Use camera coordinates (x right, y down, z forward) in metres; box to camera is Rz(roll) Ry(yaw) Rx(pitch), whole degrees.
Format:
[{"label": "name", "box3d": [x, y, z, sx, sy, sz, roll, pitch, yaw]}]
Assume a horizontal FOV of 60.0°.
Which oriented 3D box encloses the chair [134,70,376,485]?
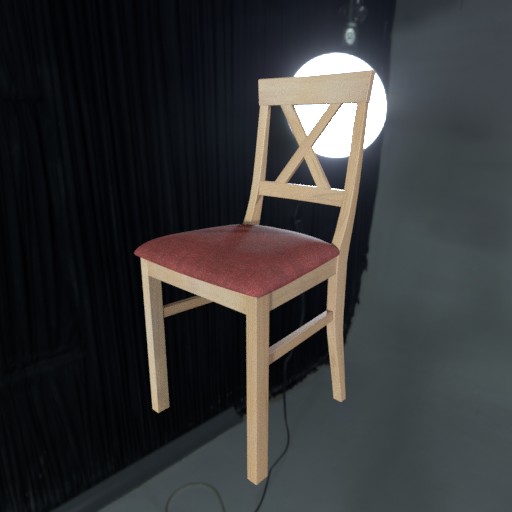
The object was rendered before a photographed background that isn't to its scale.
[{"label": "chair", "box3d": [0.000, 0.000, 1.161, 0.439, 0.912, 0.492, 15, 23, 41]}]
